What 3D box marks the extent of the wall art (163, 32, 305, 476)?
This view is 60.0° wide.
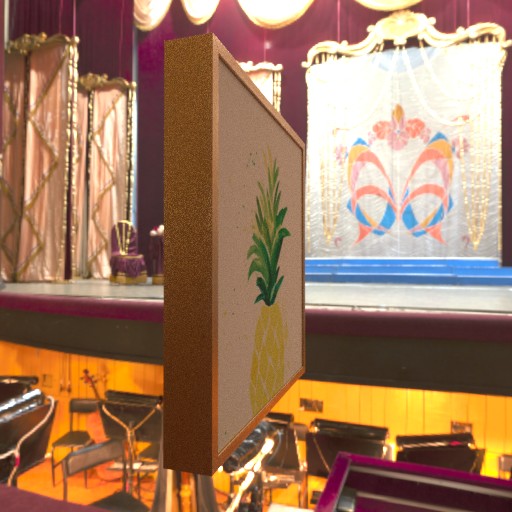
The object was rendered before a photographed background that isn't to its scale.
[{"bbox_3d":[0.000,0.000,0.455,0.038,0.305,0.306,0,-1,18],"label":"wall art"}]
